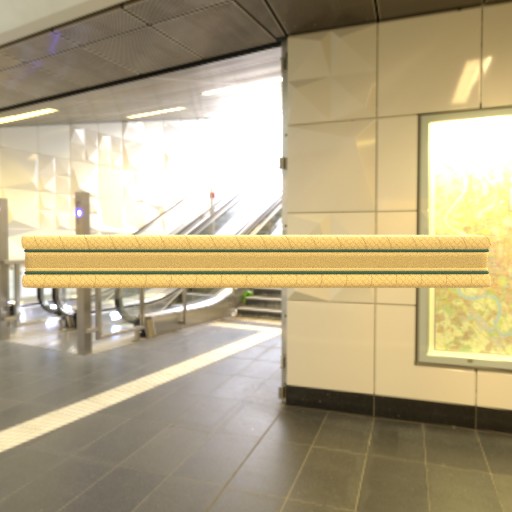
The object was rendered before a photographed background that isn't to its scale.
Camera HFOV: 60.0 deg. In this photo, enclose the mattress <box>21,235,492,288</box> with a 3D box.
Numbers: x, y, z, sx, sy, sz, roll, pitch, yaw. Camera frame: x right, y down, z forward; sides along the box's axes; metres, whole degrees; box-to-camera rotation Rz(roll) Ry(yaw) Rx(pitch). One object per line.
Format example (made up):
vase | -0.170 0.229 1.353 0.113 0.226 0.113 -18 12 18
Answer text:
mattress | 0.000 0.000 2.679 2.000 0.230 1.600 0 2 -1
